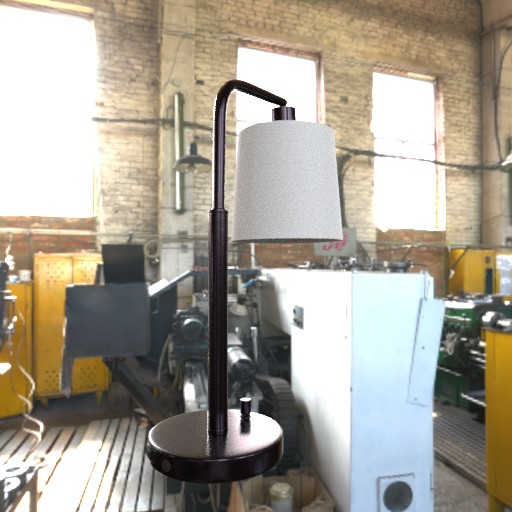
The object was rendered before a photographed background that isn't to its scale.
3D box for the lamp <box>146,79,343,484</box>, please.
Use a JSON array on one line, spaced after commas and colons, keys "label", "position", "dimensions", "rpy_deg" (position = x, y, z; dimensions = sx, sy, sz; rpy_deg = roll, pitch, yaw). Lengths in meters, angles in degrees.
[{"label": "lamp", "position": [0.000, 0.000, 0.621], "dimensions": [0.171, 0.489, 0.333], "rpy_deg": [-1, -2, 36]}]
